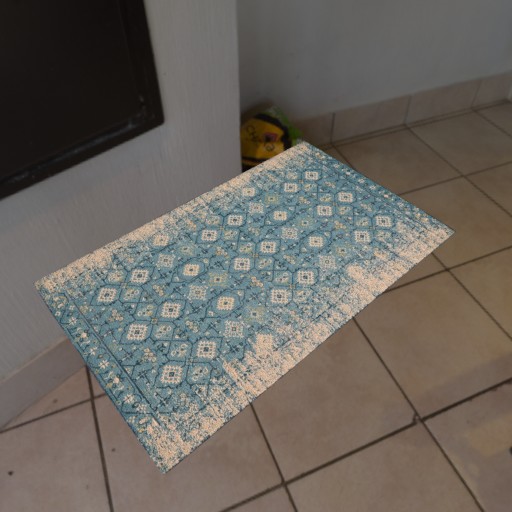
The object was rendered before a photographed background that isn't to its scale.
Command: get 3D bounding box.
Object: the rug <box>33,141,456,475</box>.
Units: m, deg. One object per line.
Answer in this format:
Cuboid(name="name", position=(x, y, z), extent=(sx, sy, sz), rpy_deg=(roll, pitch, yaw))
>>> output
Cuboid(name="rug", position=(0.000, 0.000, 2.166), extent=(1.795, 0.008, 1.102), rpy_deg=(-33, 55, -26))
